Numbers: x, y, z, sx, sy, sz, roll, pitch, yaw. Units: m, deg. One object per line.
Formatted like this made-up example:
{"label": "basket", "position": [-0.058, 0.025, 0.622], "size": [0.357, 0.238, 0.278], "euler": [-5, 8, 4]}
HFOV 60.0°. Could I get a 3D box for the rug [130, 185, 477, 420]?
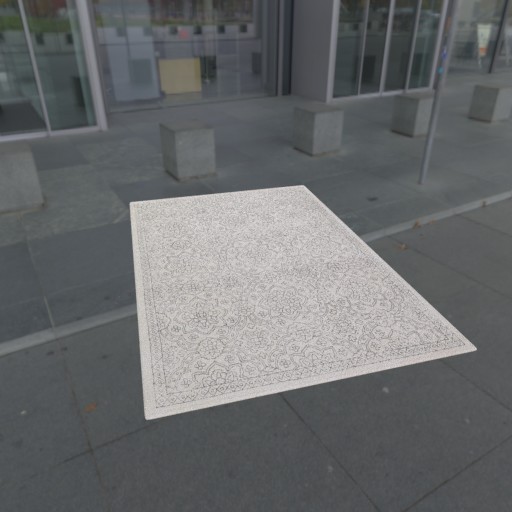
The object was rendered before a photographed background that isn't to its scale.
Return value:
{"label": "rug", "position": [0.000, 0.000, 2.858], "size": [1.524, 0.011, 2.286], "euler": [-8, 30, -13]}
